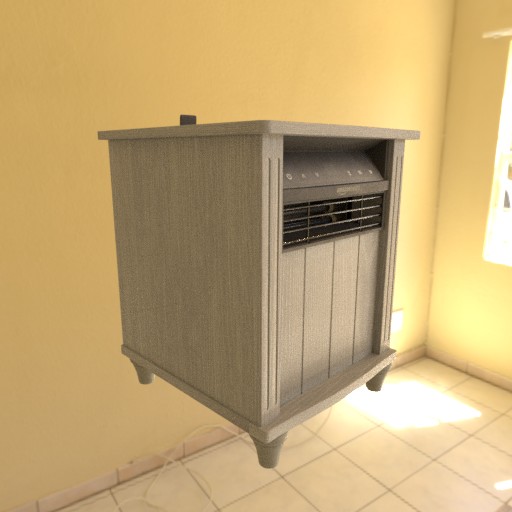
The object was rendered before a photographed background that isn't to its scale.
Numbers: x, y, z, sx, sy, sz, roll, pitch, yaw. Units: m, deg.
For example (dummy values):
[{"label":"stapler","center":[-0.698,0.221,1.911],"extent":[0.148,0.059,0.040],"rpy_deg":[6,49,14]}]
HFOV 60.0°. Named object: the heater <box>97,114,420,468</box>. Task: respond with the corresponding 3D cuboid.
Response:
[{"label":"heater","center":[0.000,0.000,0.758],"extent":[0.362,0.481,0.400],"rpy_deg":[-13,18,-43]}]
